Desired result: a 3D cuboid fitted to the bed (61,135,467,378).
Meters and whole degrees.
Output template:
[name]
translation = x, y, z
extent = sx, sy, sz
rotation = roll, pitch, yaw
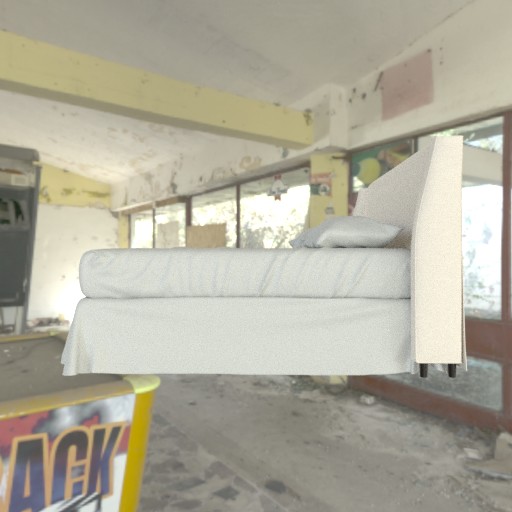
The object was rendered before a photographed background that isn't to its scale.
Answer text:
[bed]
translation = 0.000, 0.000, 3.327
extent = 2.276, 1.332, 1.925
rotation = 0, 0, 1
